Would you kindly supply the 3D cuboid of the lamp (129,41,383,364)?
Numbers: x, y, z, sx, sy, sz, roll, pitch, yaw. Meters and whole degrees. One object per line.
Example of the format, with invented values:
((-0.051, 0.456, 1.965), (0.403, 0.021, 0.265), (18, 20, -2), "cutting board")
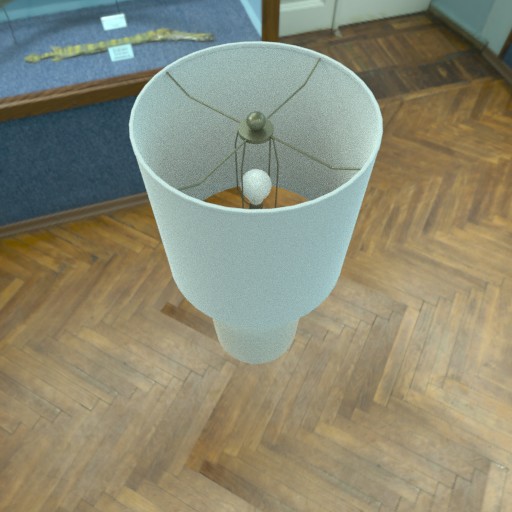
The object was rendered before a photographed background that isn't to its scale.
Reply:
((0.000, 0.000, 0.496), (0.188, 0.392, 0.188), (-13, 58, -8), "lamp")
